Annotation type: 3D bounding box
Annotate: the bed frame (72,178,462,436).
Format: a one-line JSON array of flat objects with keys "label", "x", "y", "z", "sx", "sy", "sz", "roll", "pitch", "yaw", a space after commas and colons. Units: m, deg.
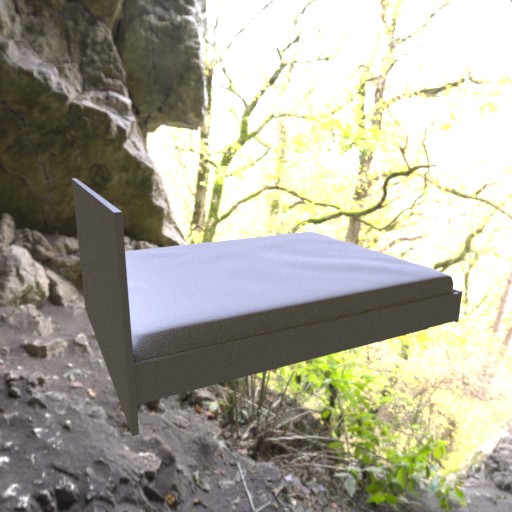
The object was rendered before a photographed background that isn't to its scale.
[{"label": "bed frame", "x": 0.000, "y": 0.000, "z": 3.034, "sx": 2.100, "sy": 1.001, "sz": 1.711, "roll": -7, "pitch": 16, "yaw": -26}]
